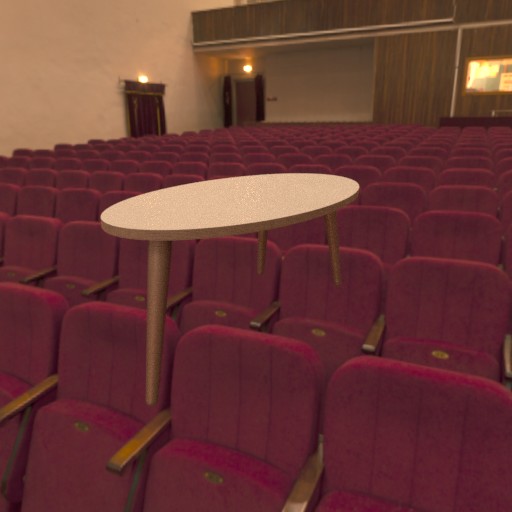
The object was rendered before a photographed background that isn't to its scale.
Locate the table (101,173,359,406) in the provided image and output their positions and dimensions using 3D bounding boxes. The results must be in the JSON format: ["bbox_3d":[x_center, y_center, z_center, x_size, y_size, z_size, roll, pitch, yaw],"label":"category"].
[{"bbox_3d":[0.000,0.000,1.331,0.542,0.390,1.083,8,18,24],"label":"table"}]
